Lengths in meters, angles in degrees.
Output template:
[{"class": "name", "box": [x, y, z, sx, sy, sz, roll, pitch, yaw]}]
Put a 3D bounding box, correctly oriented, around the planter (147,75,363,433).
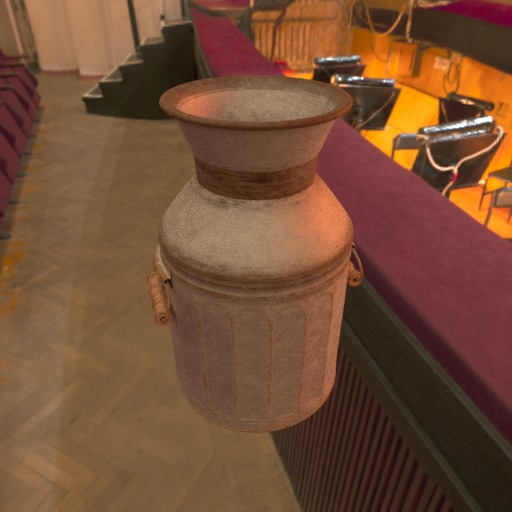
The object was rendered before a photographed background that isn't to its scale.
[{"class": "planter", "box": [0.000, 0.000, 0.509, 0.248, 0.358, 0.215, -10, 35, -15]}]
